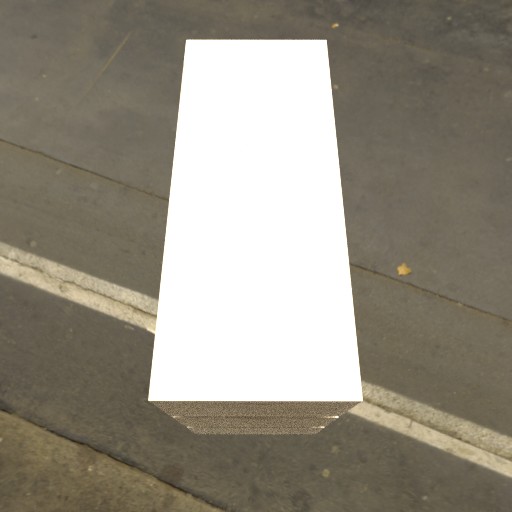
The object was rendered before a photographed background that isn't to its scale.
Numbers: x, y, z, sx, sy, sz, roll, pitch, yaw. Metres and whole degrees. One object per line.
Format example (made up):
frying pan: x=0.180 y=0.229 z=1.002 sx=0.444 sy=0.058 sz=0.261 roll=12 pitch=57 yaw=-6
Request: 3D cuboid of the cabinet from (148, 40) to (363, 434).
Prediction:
cabinet: x=0.000 y=0.000 z=1.466 sx=0.420 sy=0.820 sz=1.040 roll=0 pitch=64 yaw=0
